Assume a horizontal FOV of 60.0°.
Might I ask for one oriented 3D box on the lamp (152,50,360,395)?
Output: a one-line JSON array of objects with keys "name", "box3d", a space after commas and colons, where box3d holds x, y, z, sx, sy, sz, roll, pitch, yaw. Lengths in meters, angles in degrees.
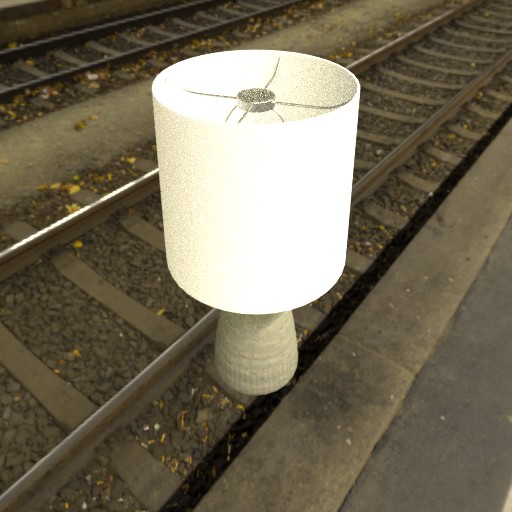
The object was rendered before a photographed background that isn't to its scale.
[{"name": "lamp", "box3d": [0.000, 0.000, 0.475, 0.186, 0.369, 0.186, 0, 41, 0]}]
